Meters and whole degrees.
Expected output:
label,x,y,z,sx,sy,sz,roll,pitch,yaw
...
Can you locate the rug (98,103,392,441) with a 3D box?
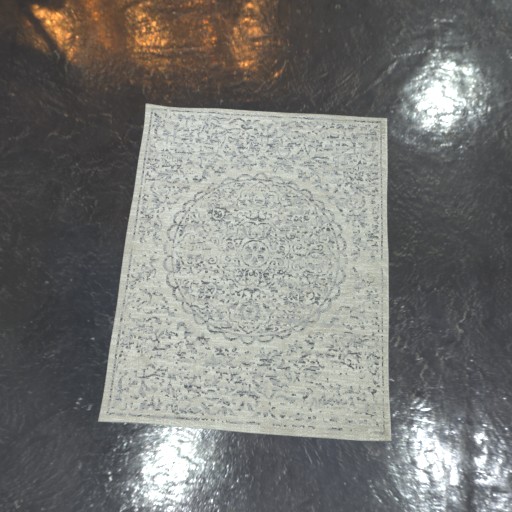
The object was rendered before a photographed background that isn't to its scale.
label,x,y,z,sx,sy,sz,roll,pitch,yaw
rug,0.000,0.000,3.911,2.343,0.026,2.925,4,75,1
